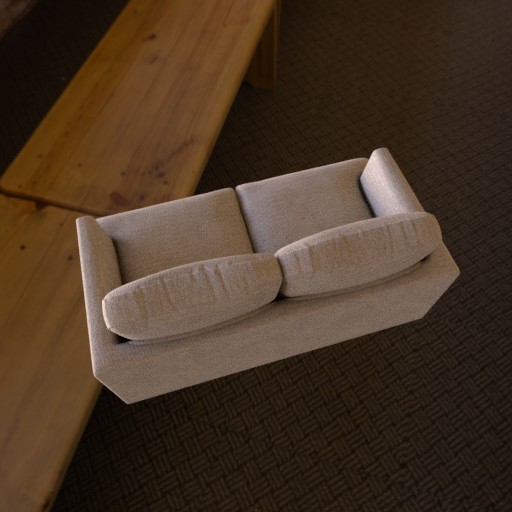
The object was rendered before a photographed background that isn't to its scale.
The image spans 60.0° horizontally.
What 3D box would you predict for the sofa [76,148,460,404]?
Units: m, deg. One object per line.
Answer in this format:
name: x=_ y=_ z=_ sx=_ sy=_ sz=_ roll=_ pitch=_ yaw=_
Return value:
sofa: x=0.000 y=0.000 z=2.168 sx=1.582 sy=0.944 sz=0.903 roll=-14 pitch=61 yaw=-8
